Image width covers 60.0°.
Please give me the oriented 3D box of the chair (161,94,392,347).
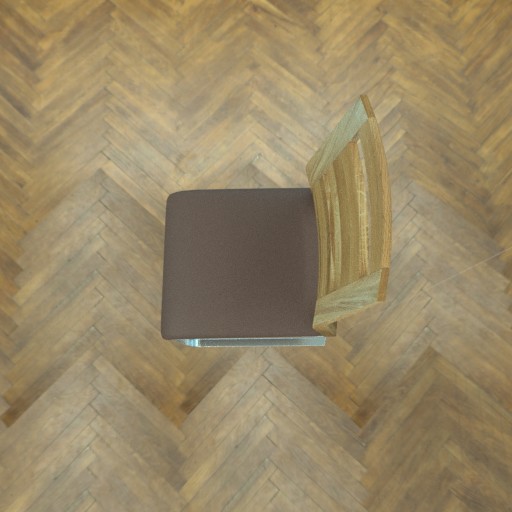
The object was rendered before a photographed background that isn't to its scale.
[{"bbox_3d":[0.000,0.000,1.280,0.570,0.970,0.460,-1,75,0],"label":"chair"}]
